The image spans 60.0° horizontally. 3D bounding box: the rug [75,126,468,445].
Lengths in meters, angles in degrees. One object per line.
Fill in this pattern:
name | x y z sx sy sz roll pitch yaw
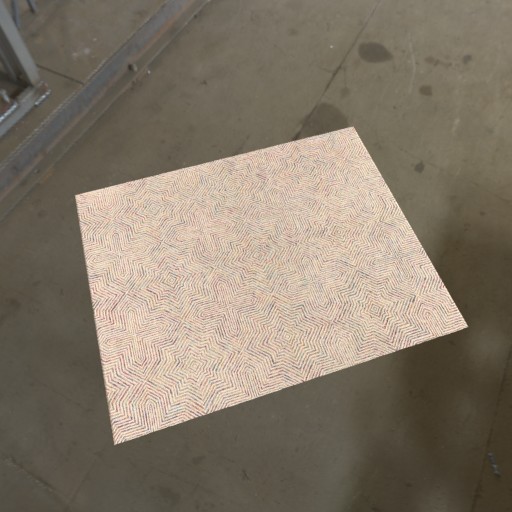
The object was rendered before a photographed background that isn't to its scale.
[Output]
rug | 0.000 0.000 4.137 3.046 0.008 2.442 -16 63 -8
